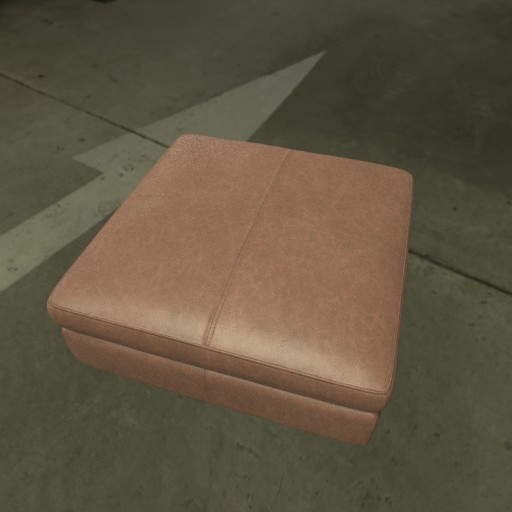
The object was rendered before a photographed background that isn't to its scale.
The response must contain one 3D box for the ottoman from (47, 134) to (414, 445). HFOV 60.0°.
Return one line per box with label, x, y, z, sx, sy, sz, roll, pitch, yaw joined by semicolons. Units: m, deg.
ottoman;0.000;0.000;1.835;1.168;0.490;1.168;12;47;12
